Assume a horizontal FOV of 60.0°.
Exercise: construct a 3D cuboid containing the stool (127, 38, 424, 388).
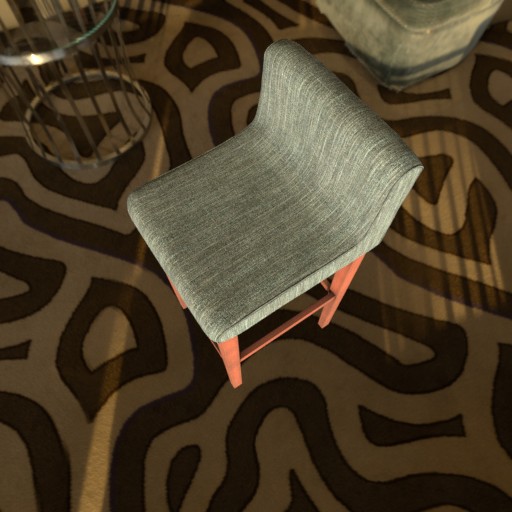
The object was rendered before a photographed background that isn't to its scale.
[{"bbox_3d":[0.000,0.000,1.254,0.499,0.965,0.426,-31,68,-15],"label":"stool"}]
